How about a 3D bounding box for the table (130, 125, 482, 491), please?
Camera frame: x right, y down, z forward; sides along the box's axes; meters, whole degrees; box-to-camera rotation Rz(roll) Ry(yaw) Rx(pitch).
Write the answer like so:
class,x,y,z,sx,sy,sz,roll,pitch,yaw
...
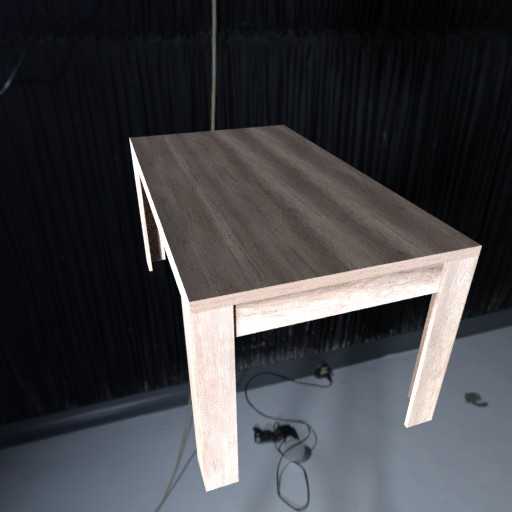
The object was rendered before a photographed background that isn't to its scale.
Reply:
class,x,y,z,sx,sy,sz,roll,pitch,yaw
table,0.000,0.000,2.067,0.900,0.775,1.600,-10,31,-16
